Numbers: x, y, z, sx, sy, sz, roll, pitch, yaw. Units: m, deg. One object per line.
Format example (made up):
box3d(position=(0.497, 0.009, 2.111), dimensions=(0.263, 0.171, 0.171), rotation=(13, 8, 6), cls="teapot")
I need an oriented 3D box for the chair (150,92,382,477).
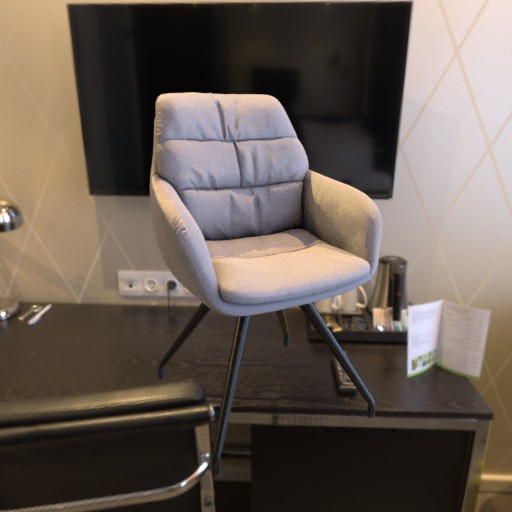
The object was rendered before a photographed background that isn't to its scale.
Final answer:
box3d(position=(0.000, 0.000, 1.254), dimensions=(0.579, 0.888, 0.569), rotation=(-9, 19, -26), cls="chair")
